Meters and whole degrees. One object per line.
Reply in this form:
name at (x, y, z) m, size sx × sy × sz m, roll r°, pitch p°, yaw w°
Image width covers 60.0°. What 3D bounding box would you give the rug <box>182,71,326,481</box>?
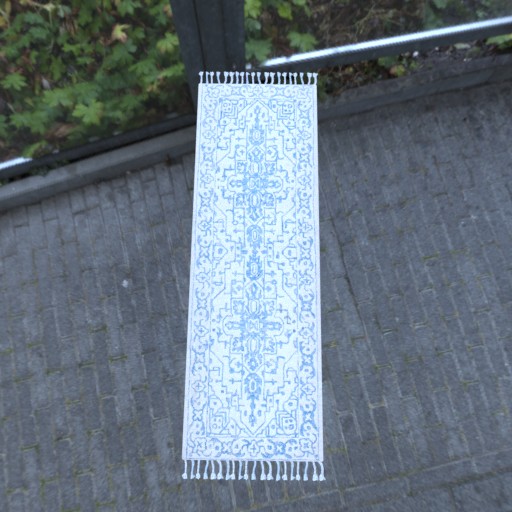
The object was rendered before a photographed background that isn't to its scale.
rug at (0.000, 0.000, 2.623) m, size 0.774 × 0.011 × 2.449 m, roll 1°, pitch 78°, yaw 0°
